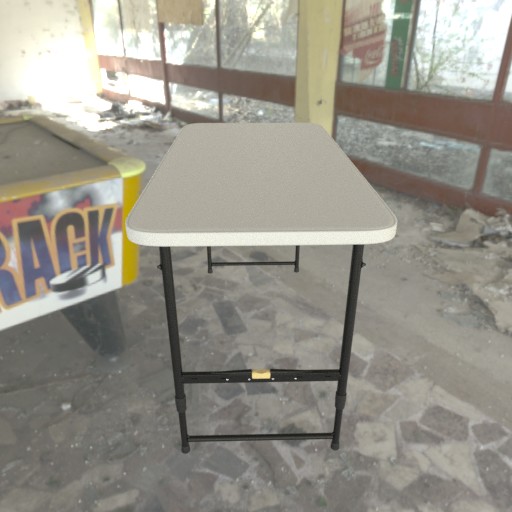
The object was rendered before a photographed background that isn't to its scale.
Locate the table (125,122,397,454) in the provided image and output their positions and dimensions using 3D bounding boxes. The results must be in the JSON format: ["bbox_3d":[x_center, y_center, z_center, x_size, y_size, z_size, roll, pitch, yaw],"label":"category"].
[{"bbox_3d":[0.000,0.000,1.633,0.610,0.737,1.219,-1,27,-1],"label":"table"}]
